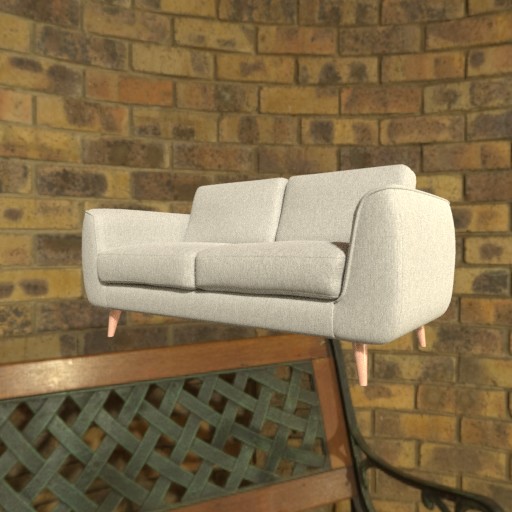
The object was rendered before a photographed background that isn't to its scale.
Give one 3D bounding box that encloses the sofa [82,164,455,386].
[{"bbox_3d":[0.000,0.000,2.182,1.700,0.850,0.920,1,1,36],"label":"sofa"}]
